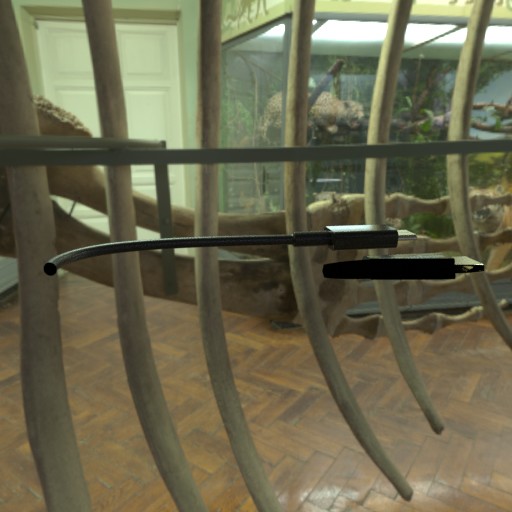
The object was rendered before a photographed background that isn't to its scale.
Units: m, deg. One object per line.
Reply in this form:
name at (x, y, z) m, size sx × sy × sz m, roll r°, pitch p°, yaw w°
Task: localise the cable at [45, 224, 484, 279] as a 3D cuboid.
cable at (0.000, 0.000, 0.110) m, size 0.098 × 0.006 × 0.040 m, roll -3°, pitch 16°, yaw -9°
